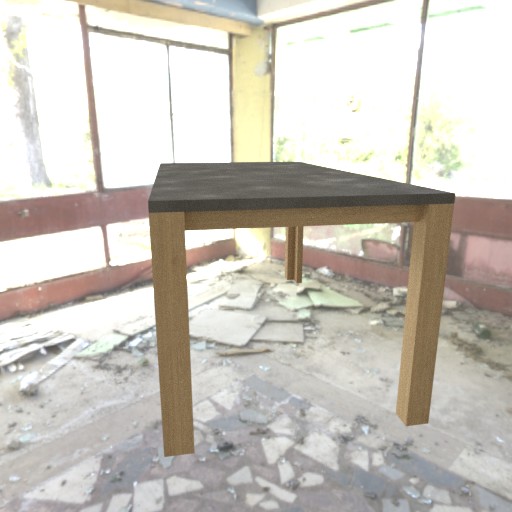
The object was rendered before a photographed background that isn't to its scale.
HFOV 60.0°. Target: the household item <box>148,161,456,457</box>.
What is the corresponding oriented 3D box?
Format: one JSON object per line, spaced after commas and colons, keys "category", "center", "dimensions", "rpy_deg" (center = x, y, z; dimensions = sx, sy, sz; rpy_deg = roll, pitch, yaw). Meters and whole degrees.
{"category": "household item", "center": [0.000, 0.000, 2.038], "dimensions": [0.850, 0.755, 1.600], "rpy_deg": [-3, 15, -10]}
